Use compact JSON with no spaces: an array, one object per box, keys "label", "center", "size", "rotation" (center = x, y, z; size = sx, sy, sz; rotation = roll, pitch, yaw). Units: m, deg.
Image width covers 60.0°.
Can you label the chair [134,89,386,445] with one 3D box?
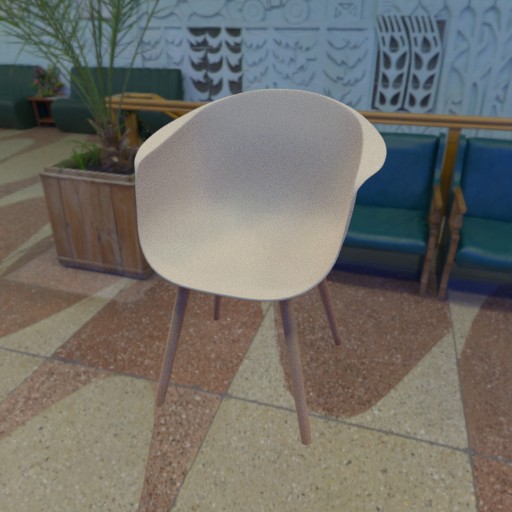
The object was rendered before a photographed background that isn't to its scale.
[{"label":"chair","center":[0.000,0.000,1.180],"size":[0.593,0.781,0.504],"rotation":[9,29,17]}]
